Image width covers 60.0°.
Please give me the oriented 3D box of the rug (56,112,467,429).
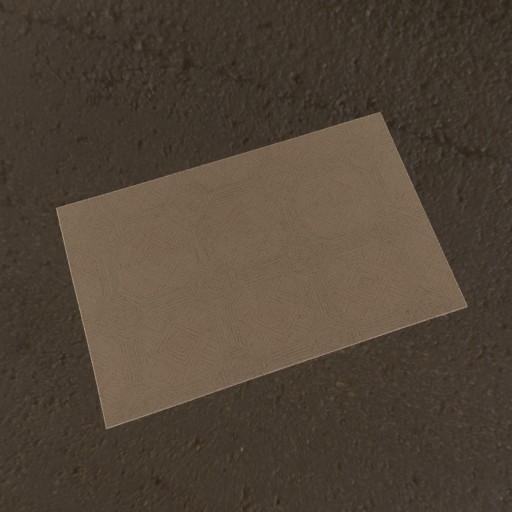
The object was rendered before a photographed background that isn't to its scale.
[{"bbox_3d":[0.000,0.000,3.010,2.440,0.008,1.524,-18,76,-4],"label":"rug"}]
